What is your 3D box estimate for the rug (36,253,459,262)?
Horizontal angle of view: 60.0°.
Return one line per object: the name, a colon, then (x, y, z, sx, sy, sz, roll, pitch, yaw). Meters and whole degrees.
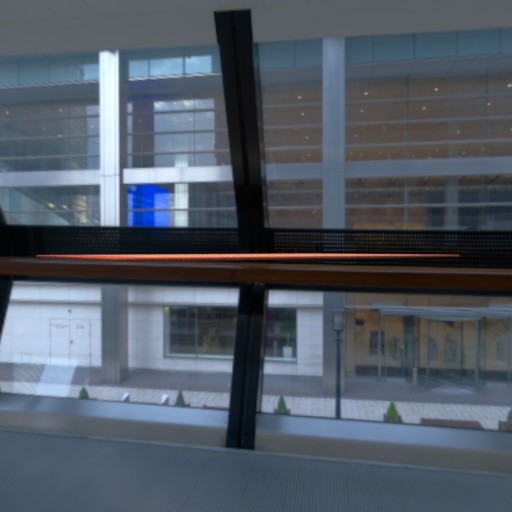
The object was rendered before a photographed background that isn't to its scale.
rug: (0.000, 0.000, 2.999, 2.438, 0.014, 1.524, -1, 1, -37)
